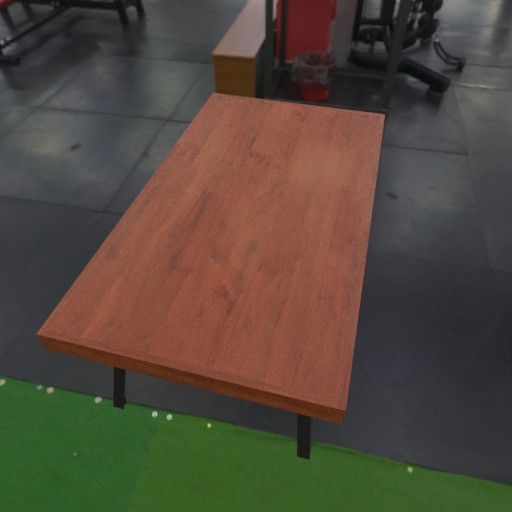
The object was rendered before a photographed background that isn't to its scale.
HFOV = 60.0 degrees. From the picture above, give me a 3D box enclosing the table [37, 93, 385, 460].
[{"bbox_3d":[0.000,0.000,1.338,0.610,0.457,1.067,11,47,10],"label":"table"}]
